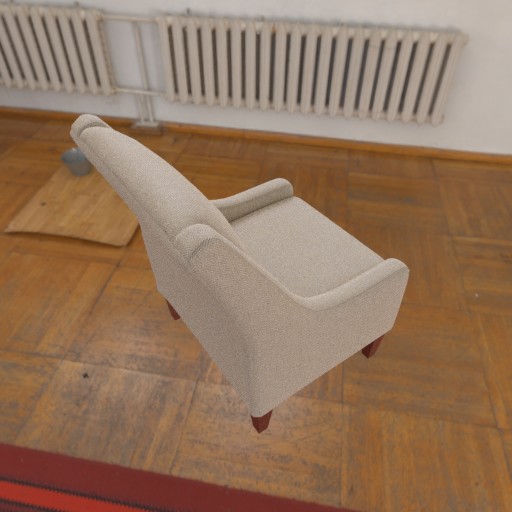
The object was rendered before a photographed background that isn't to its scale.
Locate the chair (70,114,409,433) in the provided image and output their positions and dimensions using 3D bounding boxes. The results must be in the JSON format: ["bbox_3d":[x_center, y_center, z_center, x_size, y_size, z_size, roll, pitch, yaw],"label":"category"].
[{"bbox_3d":[0.000,0.000,1.616,0.870,1.014,0.774,-25,48,-26],"label":"chair"}]
